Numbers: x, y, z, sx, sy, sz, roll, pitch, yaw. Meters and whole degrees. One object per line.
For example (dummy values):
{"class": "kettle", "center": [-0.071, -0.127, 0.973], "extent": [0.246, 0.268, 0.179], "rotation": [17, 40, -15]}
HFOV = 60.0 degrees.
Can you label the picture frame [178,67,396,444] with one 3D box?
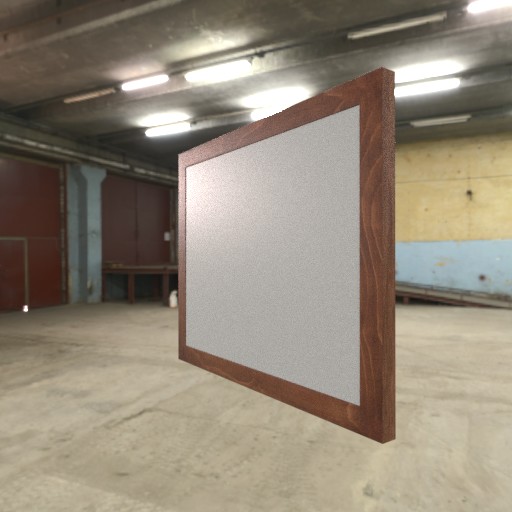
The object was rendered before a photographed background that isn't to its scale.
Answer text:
{"class": "picture frame", "center": [0.000, 0.000, 0.771], "extent": [0.025, 0.457, 0.559], "rotation": [0, 0, -36]}
